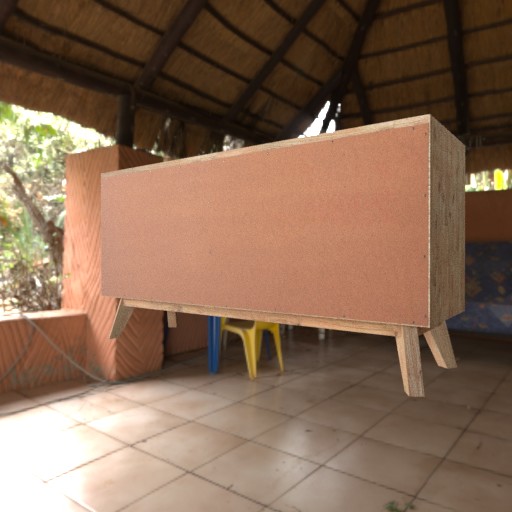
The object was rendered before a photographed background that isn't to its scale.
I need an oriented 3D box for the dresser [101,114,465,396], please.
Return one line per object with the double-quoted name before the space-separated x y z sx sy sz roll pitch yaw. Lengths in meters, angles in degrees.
"dresser" 0.000 0.000 1.891 1.554 0.805 0.455 0 0 37
